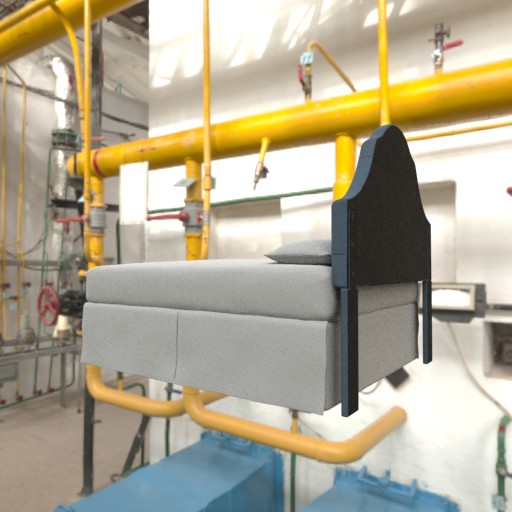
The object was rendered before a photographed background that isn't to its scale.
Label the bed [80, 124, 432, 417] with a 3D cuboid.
[{"bbox_3d":[0.000,0.000,3.340,2.155,1.575,1.636,-1,-2,36],"label":"bed"}]
